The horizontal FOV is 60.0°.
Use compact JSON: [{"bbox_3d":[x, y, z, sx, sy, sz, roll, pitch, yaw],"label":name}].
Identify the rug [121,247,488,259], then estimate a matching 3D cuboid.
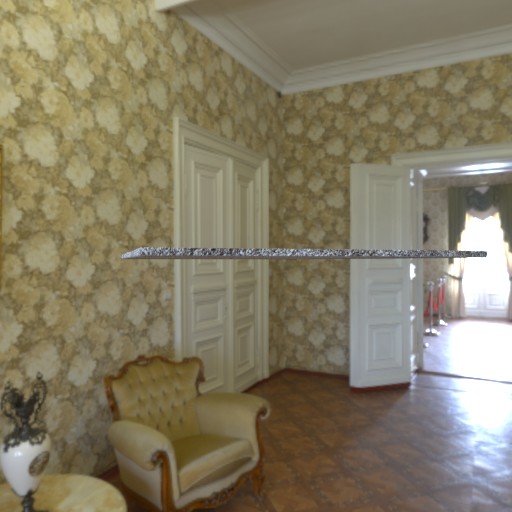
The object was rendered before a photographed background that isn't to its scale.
[{"bbox_3d":[0.000,0.000,2.131,1.198,0.025,1.601,0,-1,-19],"label":"rug"}]
